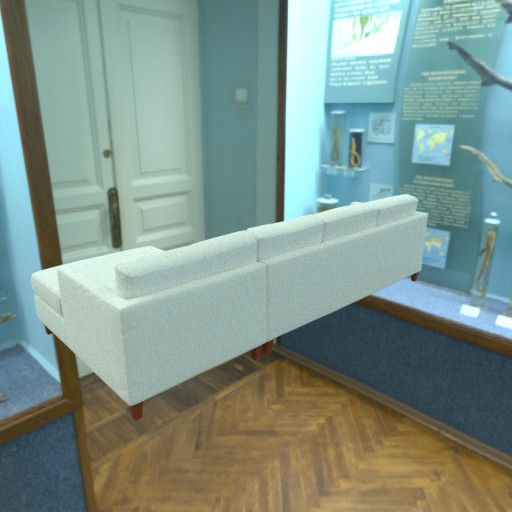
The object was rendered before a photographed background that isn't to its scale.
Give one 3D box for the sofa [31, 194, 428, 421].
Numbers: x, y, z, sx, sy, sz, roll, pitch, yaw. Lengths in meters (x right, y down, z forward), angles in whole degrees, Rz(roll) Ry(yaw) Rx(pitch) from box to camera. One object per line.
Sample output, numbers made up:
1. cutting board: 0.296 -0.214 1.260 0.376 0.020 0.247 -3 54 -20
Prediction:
1. sofa: 0.000 0.000 4.104 3.471 0.954 1.606 -16 24 -40
